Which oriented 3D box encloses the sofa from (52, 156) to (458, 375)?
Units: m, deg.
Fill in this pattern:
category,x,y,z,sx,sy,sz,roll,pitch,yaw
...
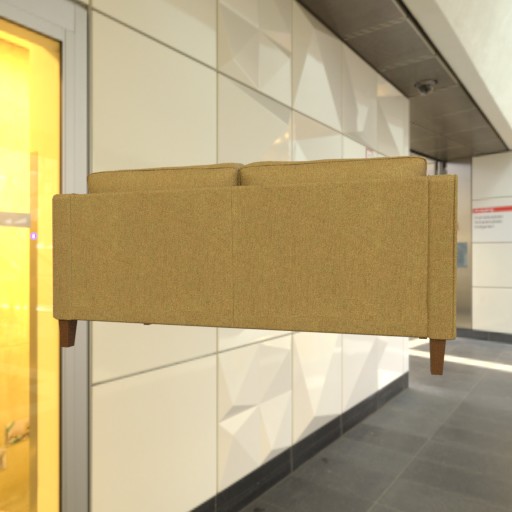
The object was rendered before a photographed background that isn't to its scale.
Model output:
category,x,y,z,sx,sy,sz,roll,pitch,yaw
sofa,0.000,0.000,2.765,2.181,1.074,1.073,0,0,17
